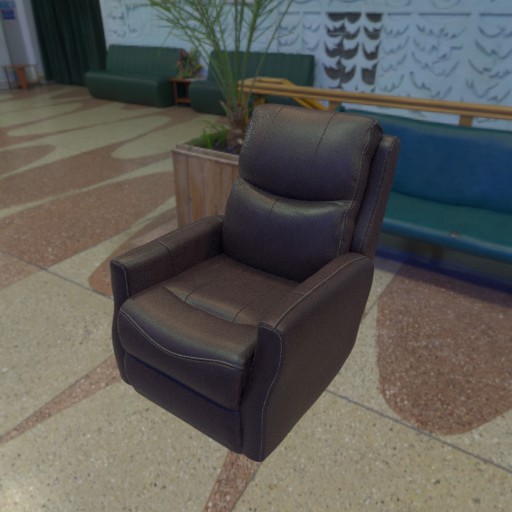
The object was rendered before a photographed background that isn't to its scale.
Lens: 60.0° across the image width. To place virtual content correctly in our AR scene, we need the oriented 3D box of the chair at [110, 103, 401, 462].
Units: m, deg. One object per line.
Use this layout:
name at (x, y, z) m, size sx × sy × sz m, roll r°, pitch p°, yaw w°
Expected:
chair at (0.000, 0.000, 1.786) m, size 0.829 × 1.030 × 1.080 m, roll 18°, pitch 34°, yaw 30°
